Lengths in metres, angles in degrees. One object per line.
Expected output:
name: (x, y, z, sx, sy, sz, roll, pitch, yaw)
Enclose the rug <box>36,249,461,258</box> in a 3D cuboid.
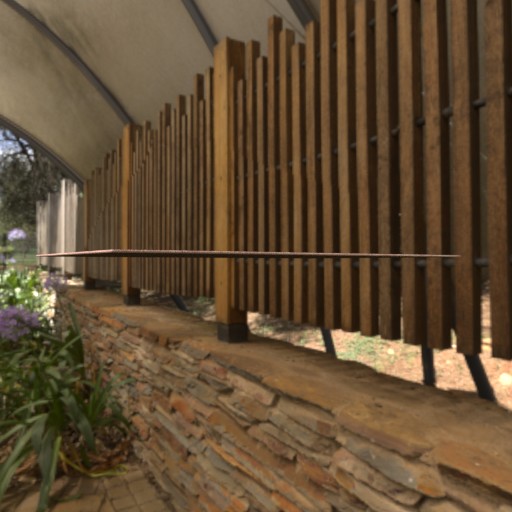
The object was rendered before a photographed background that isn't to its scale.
rug: (0.000, 0.000, 2.991, 2.439, 0.011, 1.533, 1, -1, -36)
